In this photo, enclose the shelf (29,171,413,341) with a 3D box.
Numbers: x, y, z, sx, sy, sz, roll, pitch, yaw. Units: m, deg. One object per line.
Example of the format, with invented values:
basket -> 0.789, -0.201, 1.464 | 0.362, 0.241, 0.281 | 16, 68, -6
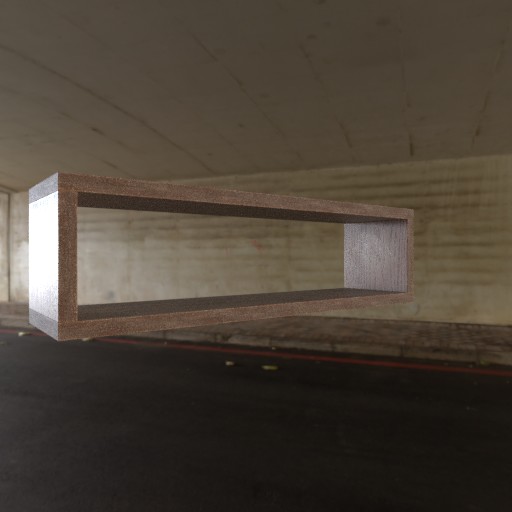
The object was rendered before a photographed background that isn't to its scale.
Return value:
shelf -> 0.000, 0.000, 0.687 | 0.610, 0.170, 0.150 | 0, 0, -37
